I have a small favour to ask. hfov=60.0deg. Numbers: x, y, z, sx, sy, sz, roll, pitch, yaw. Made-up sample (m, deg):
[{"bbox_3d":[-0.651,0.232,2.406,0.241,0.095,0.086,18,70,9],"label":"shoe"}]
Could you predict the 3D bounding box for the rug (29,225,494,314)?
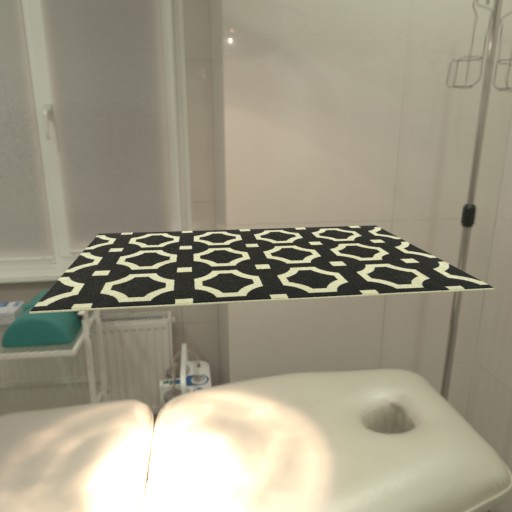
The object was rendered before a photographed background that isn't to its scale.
[{"bbox_3d":[0.000,0.000,2.890,2.286,0.016,1.555,-2,16,-8],"label":"rug"}]
